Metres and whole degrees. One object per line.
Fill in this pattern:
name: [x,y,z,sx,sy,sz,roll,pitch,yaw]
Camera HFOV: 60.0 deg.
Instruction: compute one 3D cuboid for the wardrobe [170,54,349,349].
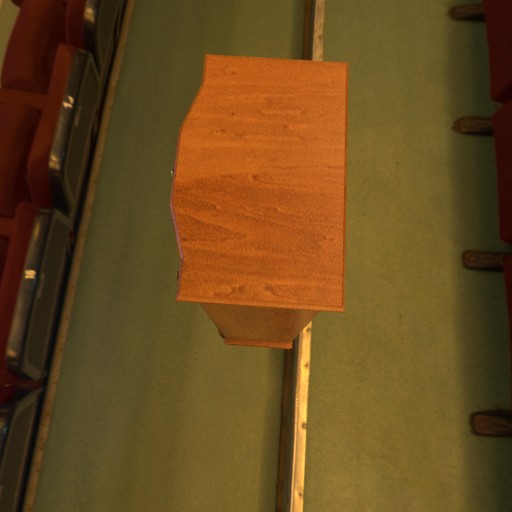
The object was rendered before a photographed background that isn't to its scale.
wardrobe: [0.000,0.000,1.122,0.273,0.959,0.406,4,75,1]
